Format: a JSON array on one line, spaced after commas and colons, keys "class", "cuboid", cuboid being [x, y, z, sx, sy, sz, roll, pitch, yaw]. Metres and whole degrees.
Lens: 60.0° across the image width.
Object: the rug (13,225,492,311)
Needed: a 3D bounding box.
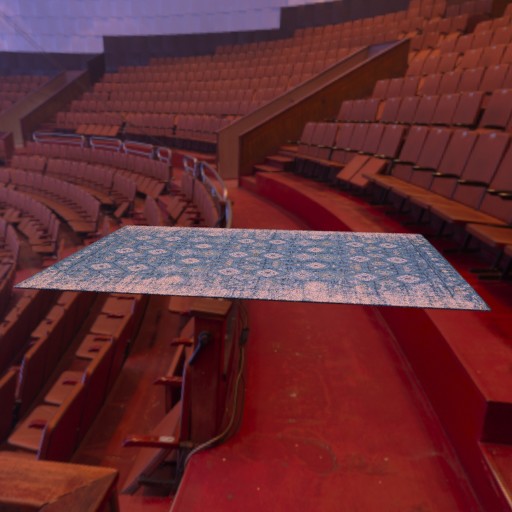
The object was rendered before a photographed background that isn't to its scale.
[{"class": "rug", "cuboid": [0.000, 0.000, 2.150, 1.795, 0.008, 1.102, 2, 17, 7]}]
